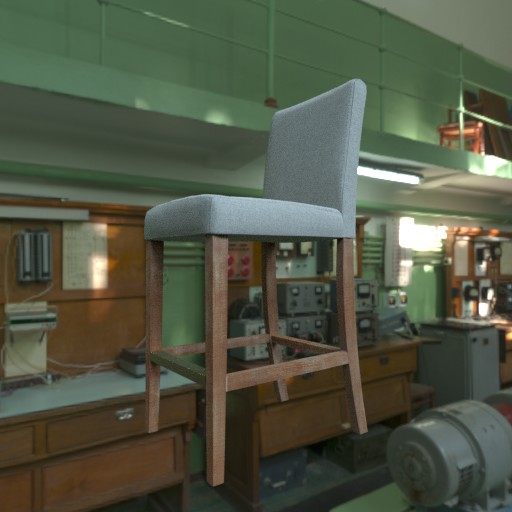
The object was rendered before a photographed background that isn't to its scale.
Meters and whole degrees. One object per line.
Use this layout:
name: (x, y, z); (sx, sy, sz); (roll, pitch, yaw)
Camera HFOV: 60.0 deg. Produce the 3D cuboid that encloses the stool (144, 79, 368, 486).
stool: (0.000, 0.000, 1.372); (0.570, 1.088, 0.439); (0, 0, -35)
